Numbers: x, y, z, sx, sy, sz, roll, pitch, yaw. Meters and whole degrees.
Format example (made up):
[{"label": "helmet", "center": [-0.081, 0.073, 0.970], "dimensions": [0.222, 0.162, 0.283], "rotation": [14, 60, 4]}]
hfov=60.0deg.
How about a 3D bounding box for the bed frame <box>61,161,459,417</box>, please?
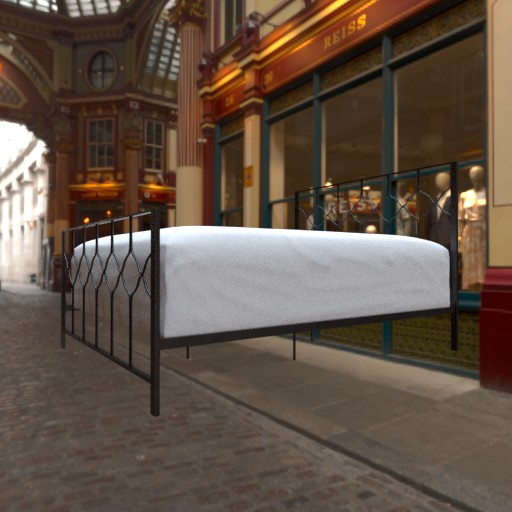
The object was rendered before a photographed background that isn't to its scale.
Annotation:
[{"label": "bed frame", "center": [0.000, 0.000, 2.909], "dimensions": [2.063, 1.222, 1.597], "rotation": [0, -1, -35]}]
